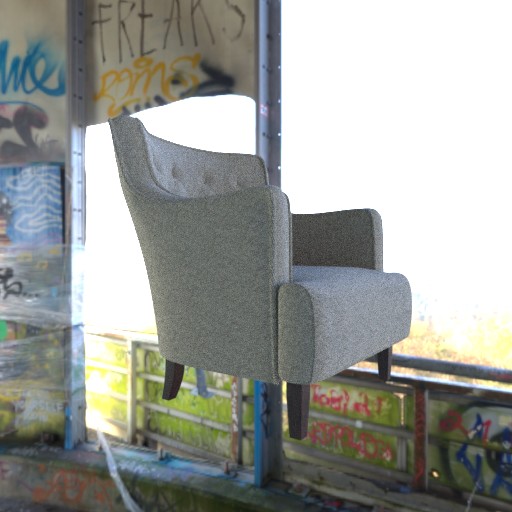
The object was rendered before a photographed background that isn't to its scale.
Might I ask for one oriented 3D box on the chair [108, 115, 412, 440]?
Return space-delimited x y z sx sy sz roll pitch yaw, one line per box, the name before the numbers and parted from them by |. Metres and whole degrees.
chair | 0.000 0.000 1.610 0.910 0.920 0.820 0 0 35
